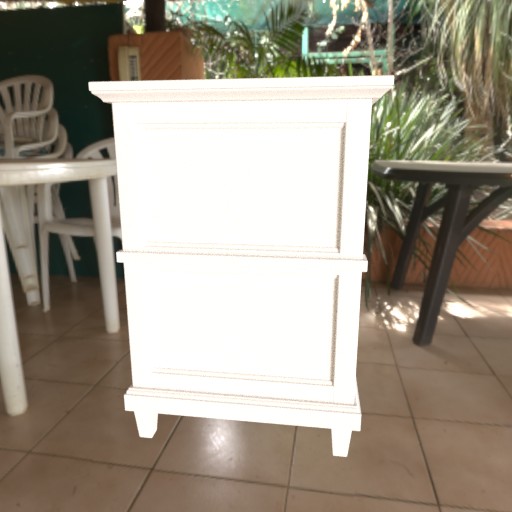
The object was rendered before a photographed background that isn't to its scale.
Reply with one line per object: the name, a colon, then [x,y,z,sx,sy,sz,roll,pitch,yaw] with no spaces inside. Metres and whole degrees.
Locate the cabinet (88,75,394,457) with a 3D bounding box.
cabinet: [0.000,0.000,1.132,0.547,0.775,0.544,2,14,8]
